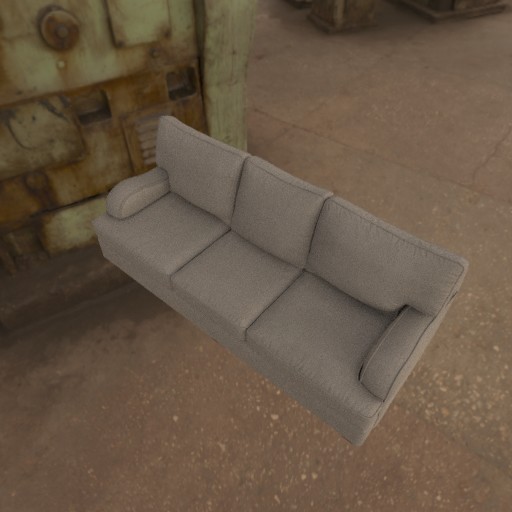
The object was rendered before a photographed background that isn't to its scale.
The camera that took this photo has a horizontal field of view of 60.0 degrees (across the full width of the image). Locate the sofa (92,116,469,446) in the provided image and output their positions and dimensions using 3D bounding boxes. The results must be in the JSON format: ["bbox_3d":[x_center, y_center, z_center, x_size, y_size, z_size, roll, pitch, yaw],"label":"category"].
[{"bbox_3d":[0.000,0.000,2.929,2.323,0.991,1.016,31,54,26],"label":"sofa"}]
